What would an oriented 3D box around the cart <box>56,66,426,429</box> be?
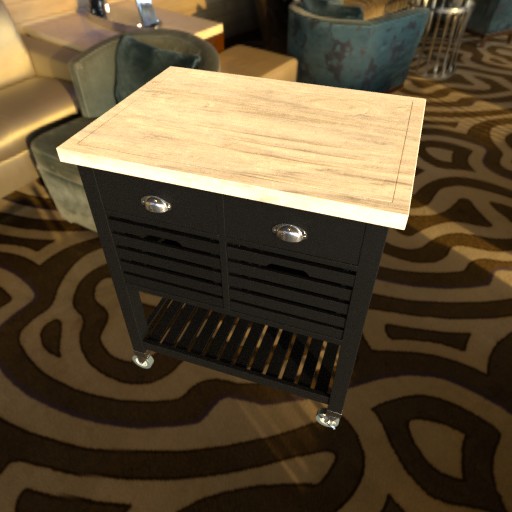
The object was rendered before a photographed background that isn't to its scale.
[{"bbox_3d":[0.000,0.000,1.429,0.797,0.920,0.567,13,44,14],"label":"cart"}]
